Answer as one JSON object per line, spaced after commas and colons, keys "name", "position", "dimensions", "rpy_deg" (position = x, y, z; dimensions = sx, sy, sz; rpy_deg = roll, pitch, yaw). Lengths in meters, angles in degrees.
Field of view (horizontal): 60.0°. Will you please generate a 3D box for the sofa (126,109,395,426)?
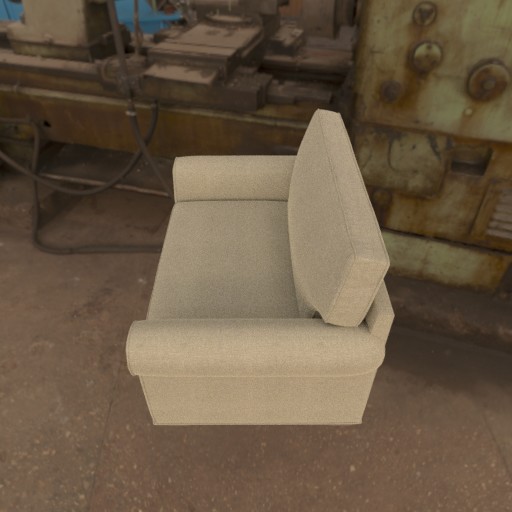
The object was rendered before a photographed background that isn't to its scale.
{"name": "sofa", "position": [0.000, 0.000, 2.131], "dimensions": [0.936, 0.991, 1.405], "rpy_deg": [0, 42, 0]}
